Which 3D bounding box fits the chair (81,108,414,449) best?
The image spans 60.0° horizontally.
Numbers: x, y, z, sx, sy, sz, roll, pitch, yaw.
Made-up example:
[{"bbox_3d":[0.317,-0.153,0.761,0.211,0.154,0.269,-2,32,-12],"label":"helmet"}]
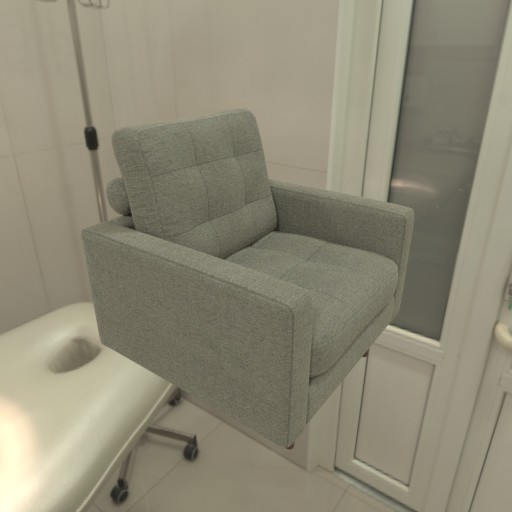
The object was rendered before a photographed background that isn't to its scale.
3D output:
[{"bbox_3d":[0.000,0.000,1.515,0.843,0.880,0.821,17,30,32],"label":"chair"}]
